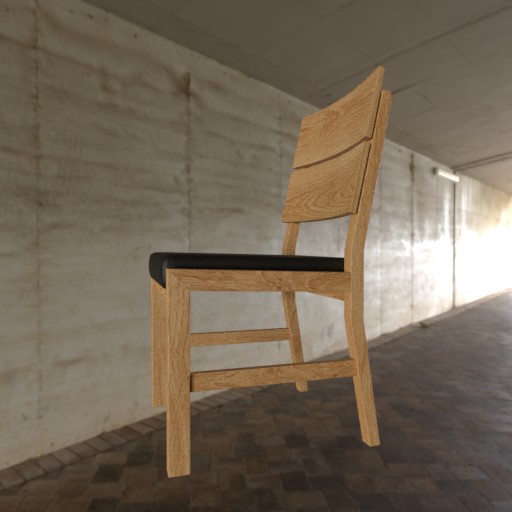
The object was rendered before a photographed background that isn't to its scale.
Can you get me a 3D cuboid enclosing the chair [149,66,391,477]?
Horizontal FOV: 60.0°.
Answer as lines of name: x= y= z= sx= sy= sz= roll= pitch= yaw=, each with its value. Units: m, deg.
chair: x=0.000 y=0.000 z=1.261 sx=0.569 sy=0.950 sz=0.475 roll=0 pitch=1 yaw=-18
